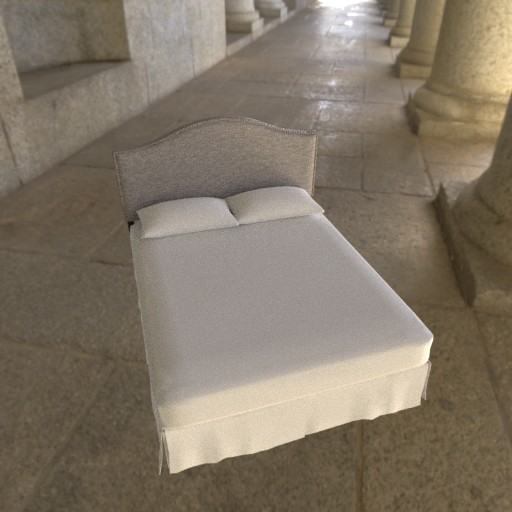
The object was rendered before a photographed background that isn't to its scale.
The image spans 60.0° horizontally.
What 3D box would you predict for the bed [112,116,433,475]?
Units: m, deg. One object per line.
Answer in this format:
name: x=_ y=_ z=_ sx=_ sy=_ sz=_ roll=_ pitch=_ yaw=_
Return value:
bed: x=0.000 y=0.000 z=2.864 sx=1.610 sy=1.295 sz=1.870 roll=-10 pitch=35 yaw=-14
